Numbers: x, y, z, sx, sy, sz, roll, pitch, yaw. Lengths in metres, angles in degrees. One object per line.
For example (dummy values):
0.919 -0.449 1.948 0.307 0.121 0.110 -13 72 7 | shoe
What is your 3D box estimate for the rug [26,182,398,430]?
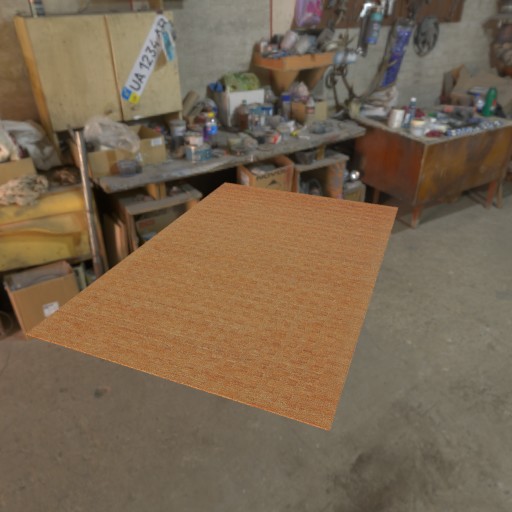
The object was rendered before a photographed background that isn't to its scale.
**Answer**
0.000 0.000 2.859 1.524 0.006 2.285 11 31 19 | rug
